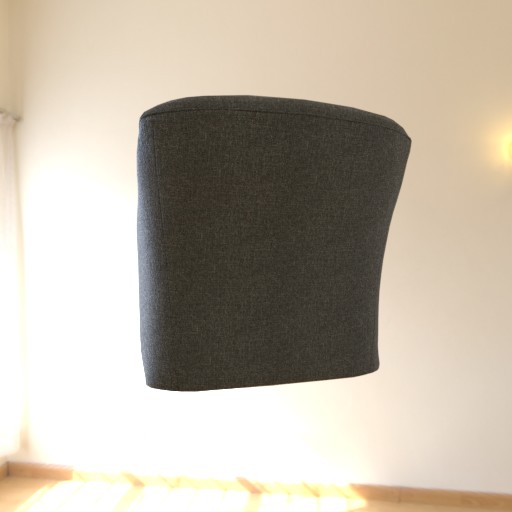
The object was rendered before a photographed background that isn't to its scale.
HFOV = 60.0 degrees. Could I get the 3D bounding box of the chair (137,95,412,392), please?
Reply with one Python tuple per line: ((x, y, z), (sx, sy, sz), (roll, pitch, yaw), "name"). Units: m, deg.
((0.000, 0.000, 1.614), (0.864, 0.856, 0.923), (0, 0, -18), "chair")
